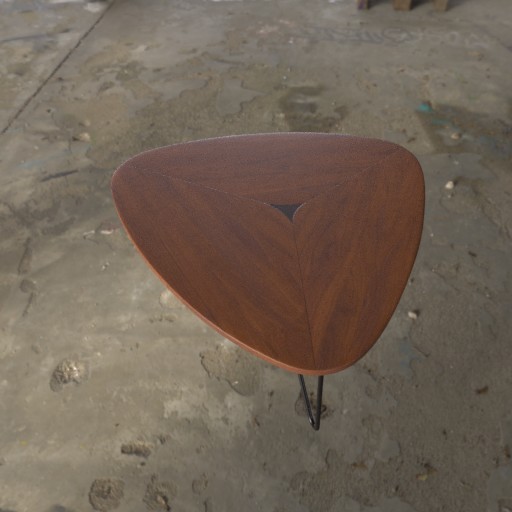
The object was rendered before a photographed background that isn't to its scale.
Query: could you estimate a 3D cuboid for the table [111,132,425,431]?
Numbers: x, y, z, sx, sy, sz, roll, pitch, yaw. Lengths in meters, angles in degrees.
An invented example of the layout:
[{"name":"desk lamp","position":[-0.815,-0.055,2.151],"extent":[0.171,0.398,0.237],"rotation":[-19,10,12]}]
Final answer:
[{"name":"table","position":[0.000,0.000,1.281],"extent":[0.821,0.413,0.833],"rotation":[17,48,16]}]
